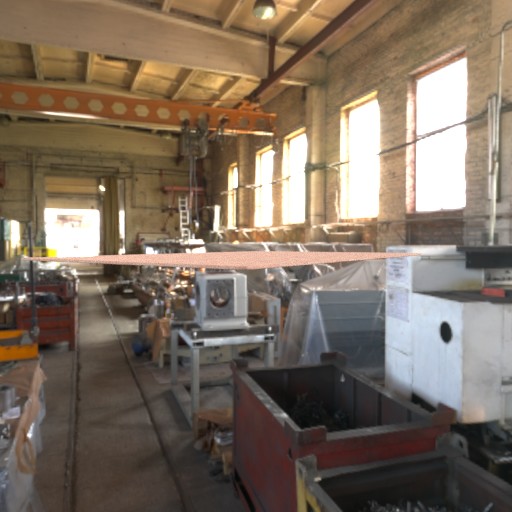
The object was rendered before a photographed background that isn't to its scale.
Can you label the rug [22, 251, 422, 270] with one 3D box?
[{"bbox_3d":[0.000,0.000,3.028,1.609,0.015,2.390,1,2,35],"label":"rug"}]
